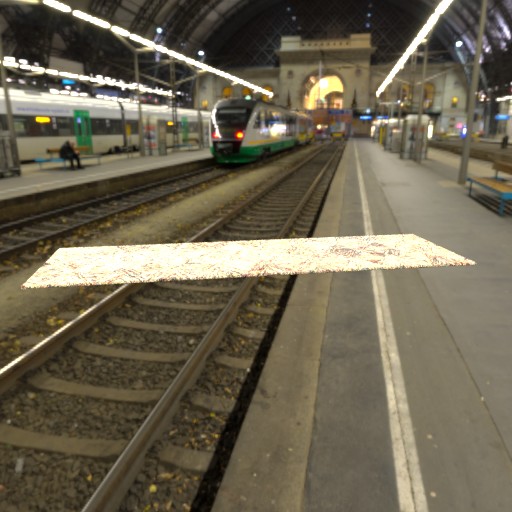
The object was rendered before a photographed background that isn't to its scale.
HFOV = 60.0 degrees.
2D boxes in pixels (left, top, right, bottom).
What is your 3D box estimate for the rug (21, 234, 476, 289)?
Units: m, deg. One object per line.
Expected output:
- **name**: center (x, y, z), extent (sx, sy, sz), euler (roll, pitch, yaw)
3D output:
- **rug**: center (0.000, 0.000, 2.522), extent (2.292, 0.015, 0.688), euler (-3, 16, -9)
